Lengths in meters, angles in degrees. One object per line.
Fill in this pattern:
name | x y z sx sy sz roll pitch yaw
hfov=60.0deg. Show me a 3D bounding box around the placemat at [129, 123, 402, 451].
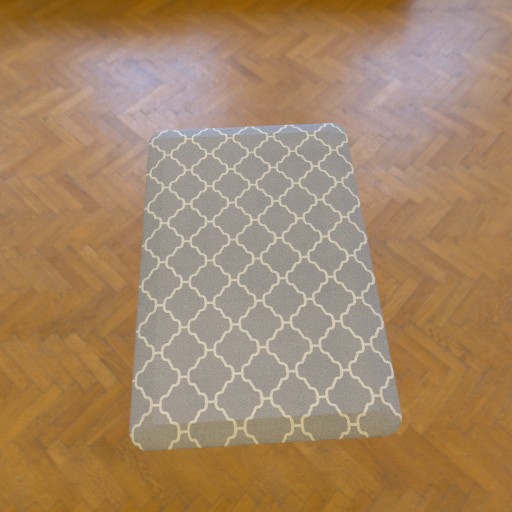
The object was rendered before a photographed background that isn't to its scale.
placemat | 0.000 0.000 0.974 0.508 0.021 0.762 -3 63 -1
